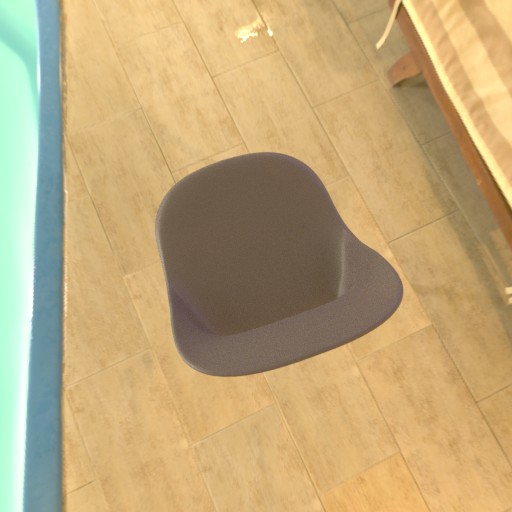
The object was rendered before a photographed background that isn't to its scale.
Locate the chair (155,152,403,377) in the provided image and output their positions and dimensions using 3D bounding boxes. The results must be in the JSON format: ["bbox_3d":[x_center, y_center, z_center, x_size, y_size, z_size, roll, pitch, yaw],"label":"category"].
[{"bbox_3d":[0.000,0.000,1.148,0.470,0.795,0.556,-19,77,-5],"label":"chair"}]
